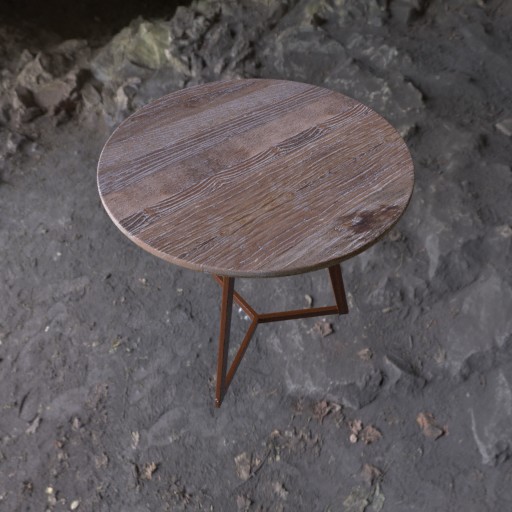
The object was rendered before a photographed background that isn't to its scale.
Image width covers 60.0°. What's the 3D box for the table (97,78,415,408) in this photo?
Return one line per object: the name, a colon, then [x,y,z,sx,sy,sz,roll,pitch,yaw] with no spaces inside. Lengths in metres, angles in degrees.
table: [0.000,0.000,0.900,0.500,0.500,0.500,0,48,0]
